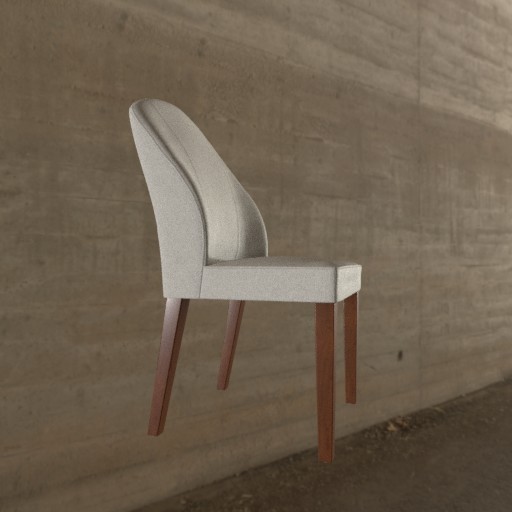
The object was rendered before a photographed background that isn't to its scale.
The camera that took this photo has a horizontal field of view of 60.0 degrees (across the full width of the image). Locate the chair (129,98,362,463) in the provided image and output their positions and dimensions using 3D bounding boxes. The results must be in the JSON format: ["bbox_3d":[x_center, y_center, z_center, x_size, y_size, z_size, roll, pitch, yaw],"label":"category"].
[{"bbox_3d":[0.000,0.000,1.231,0.540,0.893,0.472,0,-1,19],"label":"chair"}]
